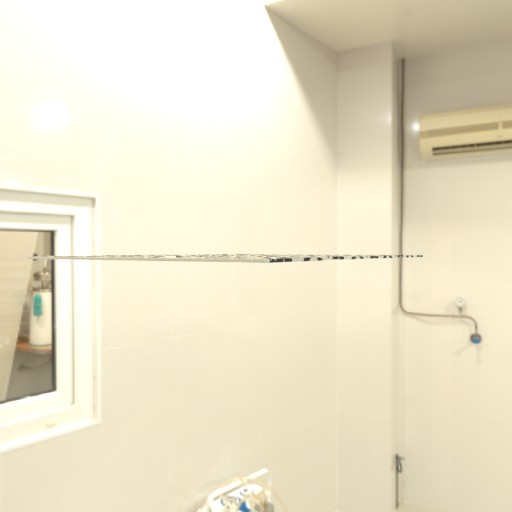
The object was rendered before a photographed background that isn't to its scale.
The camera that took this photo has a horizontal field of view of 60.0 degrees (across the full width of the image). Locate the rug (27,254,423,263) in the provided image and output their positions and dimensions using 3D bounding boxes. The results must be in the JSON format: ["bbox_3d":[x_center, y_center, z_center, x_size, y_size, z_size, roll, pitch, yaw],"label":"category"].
[{"bbox_3d":[0.000,0.000,4.446,2.444,0.036,3.369,0,1,34],"label":"rug"}]
